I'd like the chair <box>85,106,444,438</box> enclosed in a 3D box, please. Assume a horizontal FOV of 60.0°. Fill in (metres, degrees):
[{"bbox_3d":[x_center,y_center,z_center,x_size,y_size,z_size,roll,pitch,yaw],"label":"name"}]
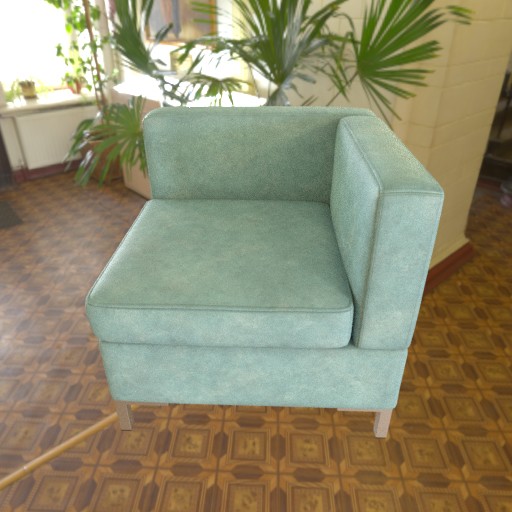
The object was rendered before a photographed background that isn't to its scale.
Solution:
[{"bbox_3d":[0.000,0.000,1.187,0.691,0.660,0.684,1,30,2],"label":"chair"}]
